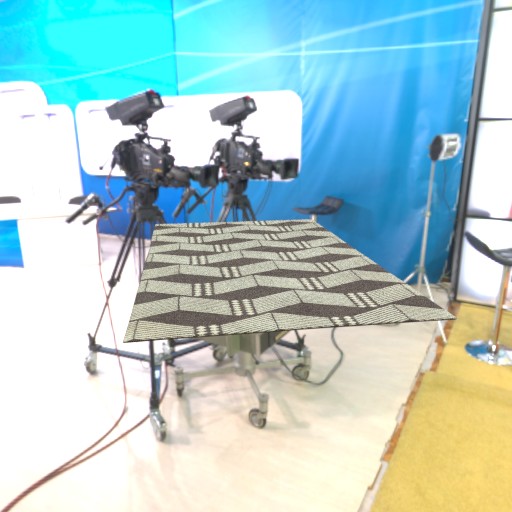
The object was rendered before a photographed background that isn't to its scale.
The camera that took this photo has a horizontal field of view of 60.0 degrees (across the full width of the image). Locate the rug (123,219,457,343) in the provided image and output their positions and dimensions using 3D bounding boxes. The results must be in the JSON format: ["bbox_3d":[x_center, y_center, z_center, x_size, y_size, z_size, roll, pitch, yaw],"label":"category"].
[{"bbox_3d":[0.000,0.000,3.115,1.517,0.011,2.435,-3,16,-9],"label":"rug"}]
